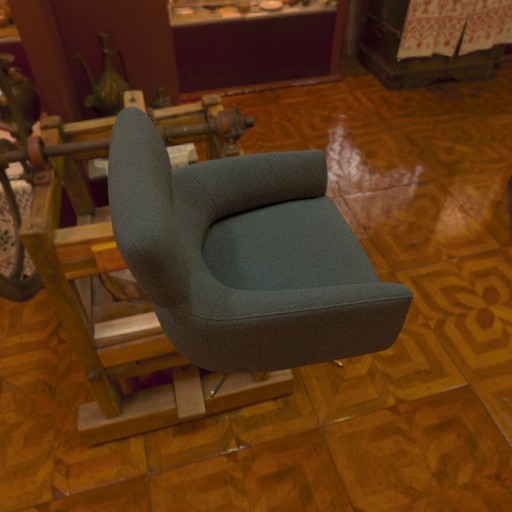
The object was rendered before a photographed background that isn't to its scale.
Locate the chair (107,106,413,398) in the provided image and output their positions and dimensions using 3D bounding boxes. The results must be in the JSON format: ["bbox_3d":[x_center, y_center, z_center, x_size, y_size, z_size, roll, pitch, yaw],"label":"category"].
[{"bbox_3d":[0.000,0.000,1.417,0.761,0.813,0.738,-10,46,-9],"label":"chair"}]
